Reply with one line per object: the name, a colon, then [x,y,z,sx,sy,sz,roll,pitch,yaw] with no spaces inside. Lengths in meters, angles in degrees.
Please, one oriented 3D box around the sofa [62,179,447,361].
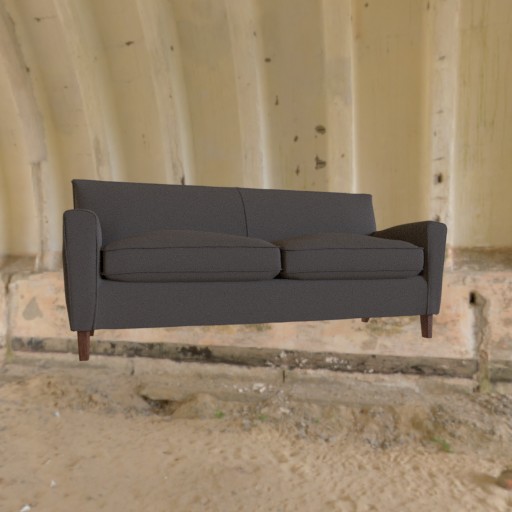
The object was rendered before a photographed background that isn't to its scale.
sofa: [0.000,0.000,2.509,2.002,0.907,0.843,0,-1,-18]
